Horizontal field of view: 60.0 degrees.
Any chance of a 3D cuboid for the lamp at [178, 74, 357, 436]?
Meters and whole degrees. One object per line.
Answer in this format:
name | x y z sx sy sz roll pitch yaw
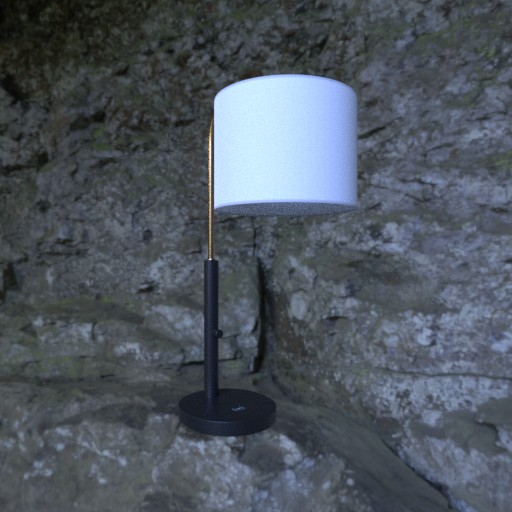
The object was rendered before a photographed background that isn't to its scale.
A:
lamp | 0.000 0.000 0.682 0.199 0.540 0.337 0 0 -37
